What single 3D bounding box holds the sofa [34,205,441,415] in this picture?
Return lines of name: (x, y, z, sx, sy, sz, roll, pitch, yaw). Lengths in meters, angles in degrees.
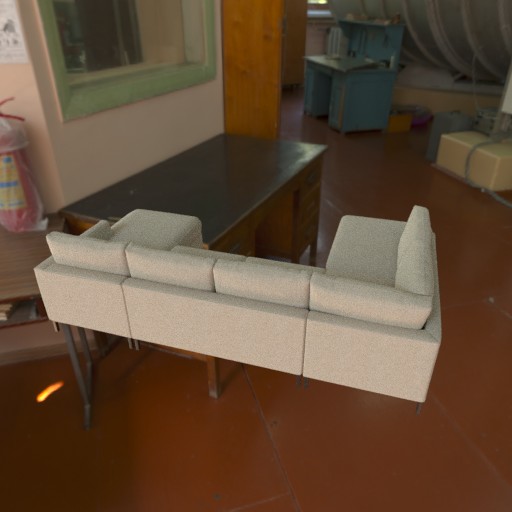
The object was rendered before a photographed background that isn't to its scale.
sofa: (0.000, 0.000, 3.887, 2.984, 0.862, 1.989, 9, 31, 15)
